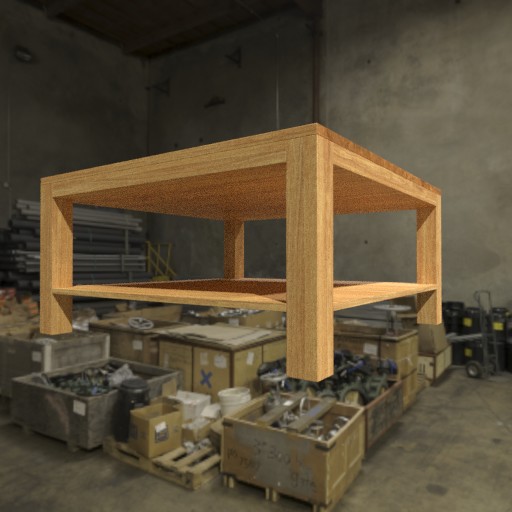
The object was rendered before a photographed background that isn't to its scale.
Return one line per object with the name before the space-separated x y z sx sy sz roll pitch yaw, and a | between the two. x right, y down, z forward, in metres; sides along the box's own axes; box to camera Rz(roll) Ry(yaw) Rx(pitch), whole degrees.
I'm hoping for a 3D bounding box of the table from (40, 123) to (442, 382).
table | 0.000 0.000 1.395 0.900 0.450 0.900 0 -1 35
